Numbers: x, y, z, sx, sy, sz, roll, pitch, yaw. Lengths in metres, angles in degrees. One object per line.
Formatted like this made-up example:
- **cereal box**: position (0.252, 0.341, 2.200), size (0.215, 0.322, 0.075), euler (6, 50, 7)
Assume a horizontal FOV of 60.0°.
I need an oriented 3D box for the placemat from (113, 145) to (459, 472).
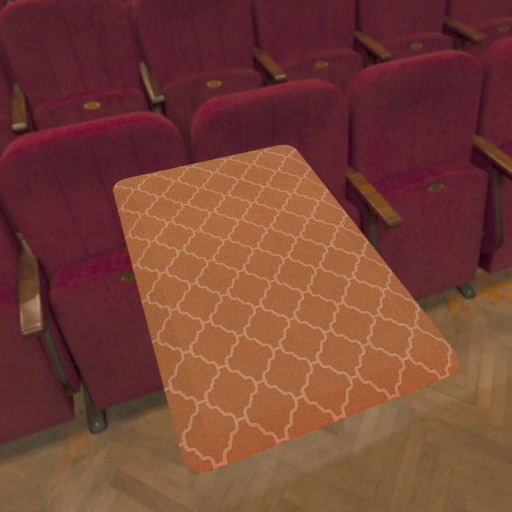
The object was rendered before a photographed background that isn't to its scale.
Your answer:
- **placemat**: position (0.000, 0.000, 0.955), size (0.508, 0.021, 0.762), euler (-16, 49, -14)
